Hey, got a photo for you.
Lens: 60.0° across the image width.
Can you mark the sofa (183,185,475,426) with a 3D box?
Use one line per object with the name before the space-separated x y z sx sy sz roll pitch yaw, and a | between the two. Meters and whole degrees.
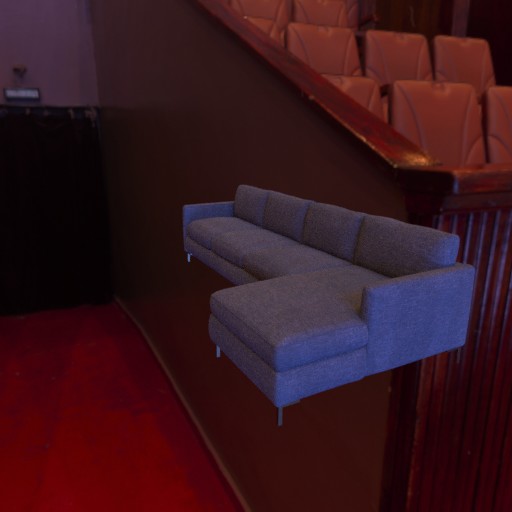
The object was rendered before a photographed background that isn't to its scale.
sofa | 0.000 0.000 3.504 1.350 0.810 2.932 -8 18 -27
